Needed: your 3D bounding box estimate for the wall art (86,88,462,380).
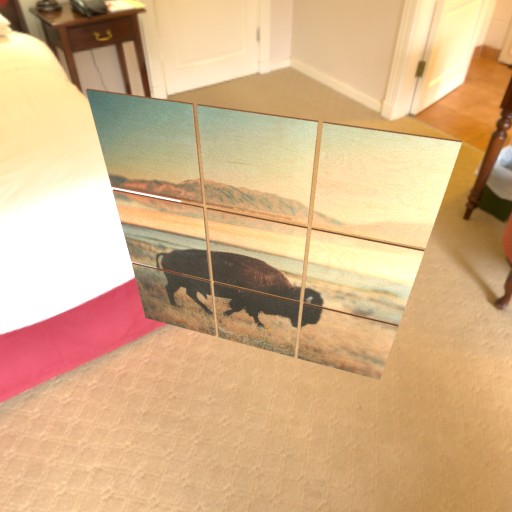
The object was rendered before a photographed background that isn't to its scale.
[{"bbox_3d":[0.000,0.000,2.260,1.533,1.532,0.019,12,44,13],"label":"wall art"}]
